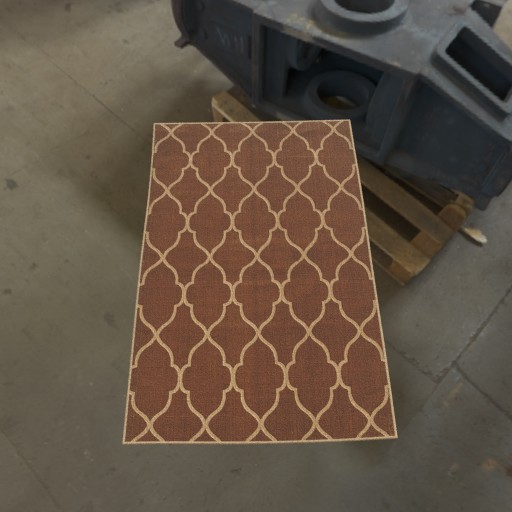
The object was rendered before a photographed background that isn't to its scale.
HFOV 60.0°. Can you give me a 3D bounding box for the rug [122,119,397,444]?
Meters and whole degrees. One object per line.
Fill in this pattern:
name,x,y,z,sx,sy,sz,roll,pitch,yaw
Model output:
rug,0.000,0.000,2.928,1.526,0.014,2.290,-1,65,-1
